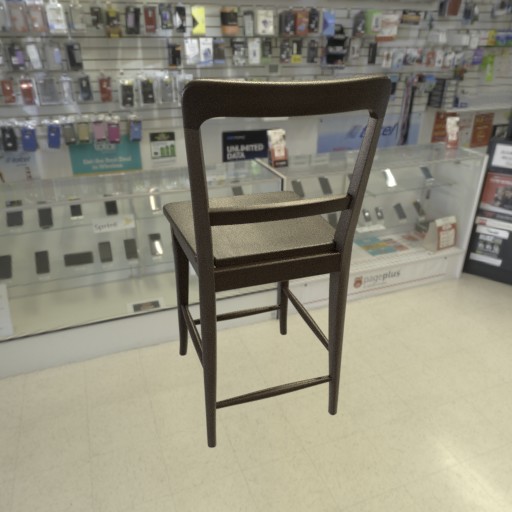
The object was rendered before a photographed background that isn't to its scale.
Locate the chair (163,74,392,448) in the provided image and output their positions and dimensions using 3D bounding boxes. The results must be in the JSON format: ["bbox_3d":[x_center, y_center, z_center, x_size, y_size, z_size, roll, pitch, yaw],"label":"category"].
[{"bbox_3d":[0.000,0.000,1.273,0.450,0.991,0.546,-8,27,-17],"label":"chair"}]
